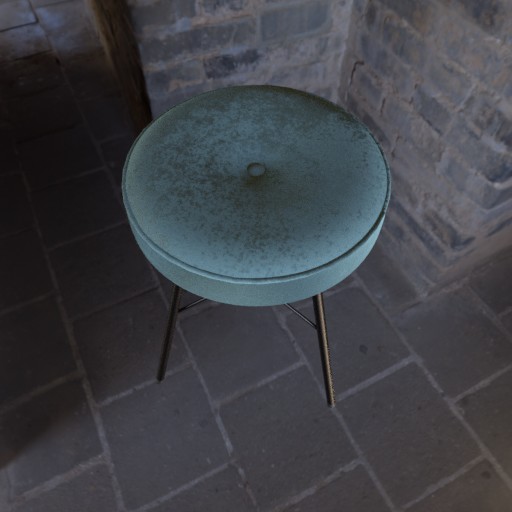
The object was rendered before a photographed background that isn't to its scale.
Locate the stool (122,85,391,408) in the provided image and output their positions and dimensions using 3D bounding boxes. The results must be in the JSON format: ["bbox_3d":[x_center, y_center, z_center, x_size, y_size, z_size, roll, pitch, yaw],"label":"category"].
[{"bbox_3d":[0.000,0.000,0.876,0.457,0.519,0.458,14,58,9],"label":"stool"}]
